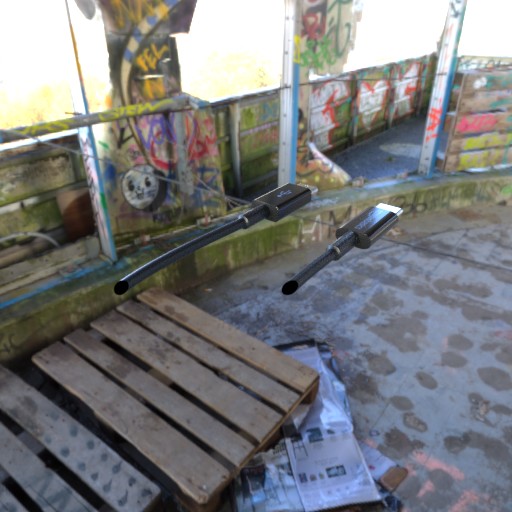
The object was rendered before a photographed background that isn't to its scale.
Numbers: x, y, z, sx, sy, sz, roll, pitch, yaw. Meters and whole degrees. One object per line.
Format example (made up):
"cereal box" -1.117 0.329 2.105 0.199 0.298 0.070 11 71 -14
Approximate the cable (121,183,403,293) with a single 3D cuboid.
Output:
"cable" 0.000 0.000 0.113 0.040 0.006 0.098 21 36 32
